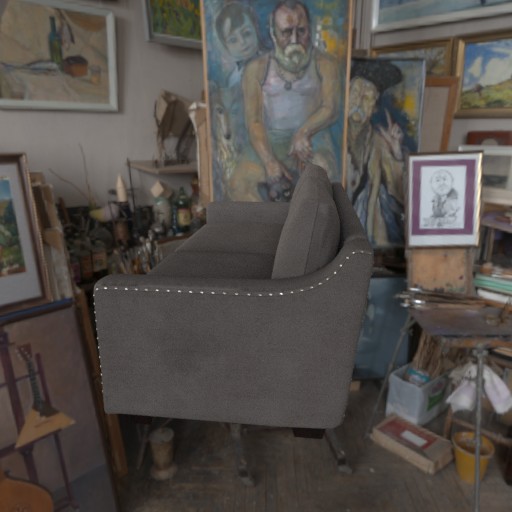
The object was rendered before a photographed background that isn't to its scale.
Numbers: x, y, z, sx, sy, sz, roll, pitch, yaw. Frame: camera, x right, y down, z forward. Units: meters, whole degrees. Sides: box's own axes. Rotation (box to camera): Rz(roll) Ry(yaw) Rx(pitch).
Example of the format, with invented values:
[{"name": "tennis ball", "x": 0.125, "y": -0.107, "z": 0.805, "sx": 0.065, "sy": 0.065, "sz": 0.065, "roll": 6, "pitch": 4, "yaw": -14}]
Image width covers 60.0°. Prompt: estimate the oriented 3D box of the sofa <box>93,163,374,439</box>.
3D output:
[{"name": "sofa", "x": 0.000, "y": 0.000, "z": 3.258, "sx": 1.336, "sy": 1.196, "sz": 2.550, "roll": 2, "pitch": 16, "yaw": 7}]
